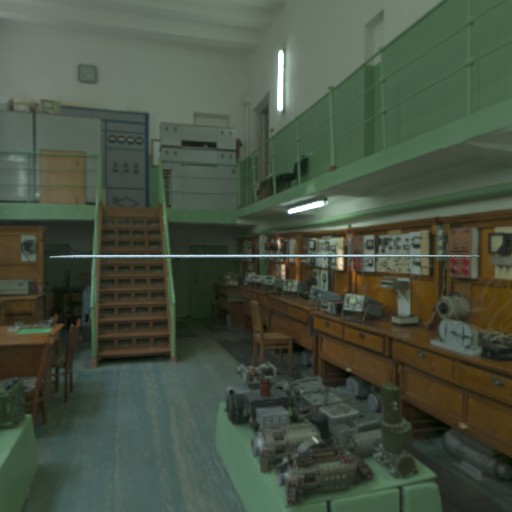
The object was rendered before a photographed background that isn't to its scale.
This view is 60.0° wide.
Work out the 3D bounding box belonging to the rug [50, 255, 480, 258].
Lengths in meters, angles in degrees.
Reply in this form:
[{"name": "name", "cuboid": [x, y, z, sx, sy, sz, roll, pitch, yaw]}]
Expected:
[{"name": "rug", "cuboid": [0.000, 0.000, 3.091, 2.457, 0.009, 1.512, 0, 0, -18]}]
